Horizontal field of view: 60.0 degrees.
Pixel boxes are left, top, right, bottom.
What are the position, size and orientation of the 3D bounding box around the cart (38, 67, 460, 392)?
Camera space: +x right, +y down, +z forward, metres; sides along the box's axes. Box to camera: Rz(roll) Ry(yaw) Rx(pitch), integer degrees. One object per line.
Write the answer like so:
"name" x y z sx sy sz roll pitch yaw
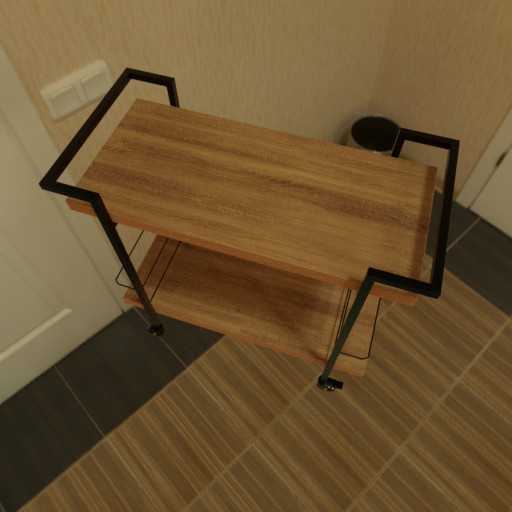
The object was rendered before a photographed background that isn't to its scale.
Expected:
"cart" 0.000 0.000 1.260 0.806 0.762 0.406 16 60 9
